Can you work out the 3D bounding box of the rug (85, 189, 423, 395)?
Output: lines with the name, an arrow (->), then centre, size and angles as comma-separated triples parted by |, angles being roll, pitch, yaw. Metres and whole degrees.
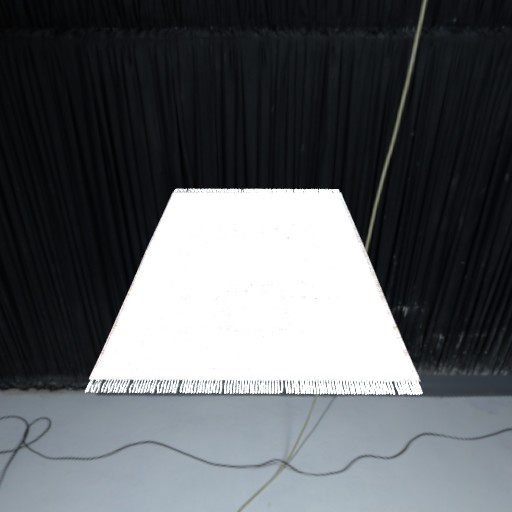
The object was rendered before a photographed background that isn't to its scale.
rug -> 0.000, 0.000, 3.026 | 1.528, 0.010, 2.440 | 0, 30, 0
